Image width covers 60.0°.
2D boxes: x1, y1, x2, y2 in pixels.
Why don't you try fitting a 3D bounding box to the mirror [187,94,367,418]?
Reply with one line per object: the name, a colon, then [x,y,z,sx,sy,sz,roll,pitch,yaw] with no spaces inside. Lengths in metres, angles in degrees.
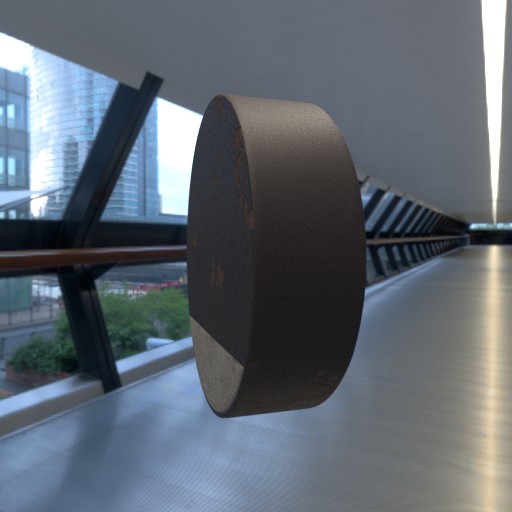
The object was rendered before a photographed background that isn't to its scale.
mirror: [0.000,0.000,0.575,0.126,0.386,0.386,0,1,-17]
